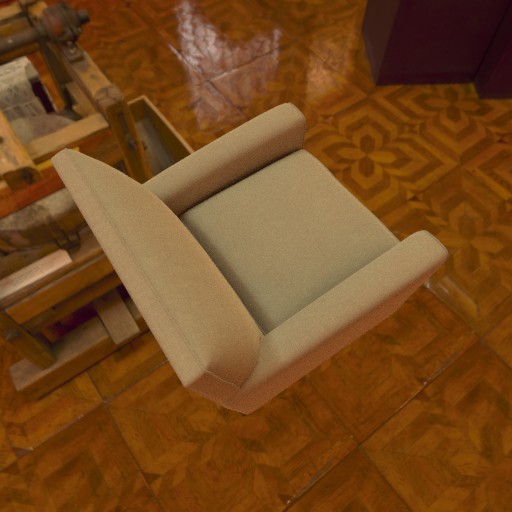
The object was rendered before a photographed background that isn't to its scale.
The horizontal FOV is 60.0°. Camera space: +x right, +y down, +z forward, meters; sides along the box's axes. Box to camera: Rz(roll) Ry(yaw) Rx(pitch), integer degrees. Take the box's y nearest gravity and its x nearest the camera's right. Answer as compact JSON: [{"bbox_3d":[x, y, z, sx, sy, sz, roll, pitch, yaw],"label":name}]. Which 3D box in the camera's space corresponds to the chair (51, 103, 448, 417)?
[{"bbox_3d":[0.000,0.000,1.542,0.871,0.846,0.840,-30,63,-17],"label":"chair"}]
